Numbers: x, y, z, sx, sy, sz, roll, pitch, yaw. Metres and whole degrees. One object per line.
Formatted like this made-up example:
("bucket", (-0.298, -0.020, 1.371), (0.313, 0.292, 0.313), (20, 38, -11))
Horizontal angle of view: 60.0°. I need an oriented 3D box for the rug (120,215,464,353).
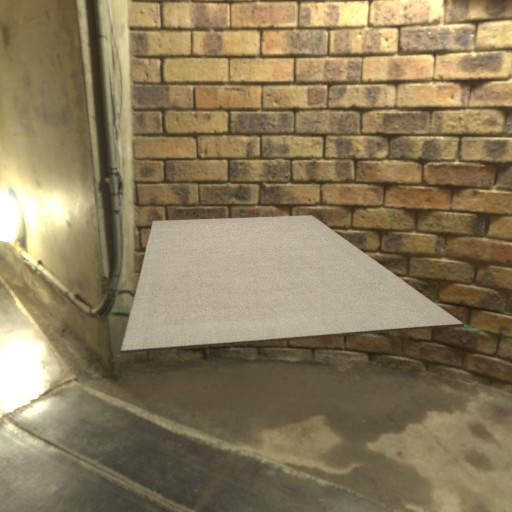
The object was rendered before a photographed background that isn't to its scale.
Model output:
("rug", (0.000, 0.000, 3.055), (1.524, 0.014, 2.438), (-3, 17, -9))
